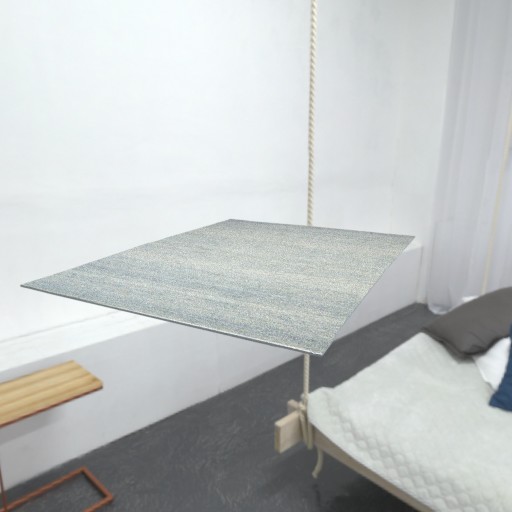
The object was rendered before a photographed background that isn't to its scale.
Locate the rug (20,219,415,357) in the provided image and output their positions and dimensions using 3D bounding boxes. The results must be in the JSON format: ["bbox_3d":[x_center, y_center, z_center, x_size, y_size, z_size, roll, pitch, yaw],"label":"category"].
[{"bbox_3d":[0.000,0.000,4.262,2.461,0.046,3.237,8,17,27],"label":"rug"}]
